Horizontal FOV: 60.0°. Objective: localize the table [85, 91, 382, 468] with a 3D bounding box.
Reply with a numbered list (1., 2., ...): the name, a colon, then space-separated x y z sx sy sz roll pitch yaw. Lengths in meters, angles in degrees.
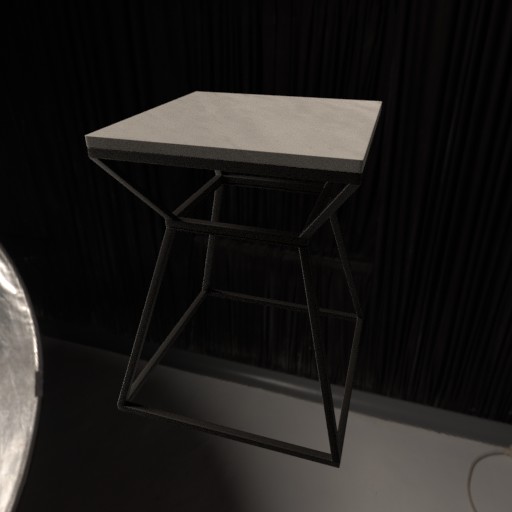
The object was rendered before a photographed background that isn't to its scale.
1. table: 0.000 0.000 0.907 0.455 0.559 0.455 9 31 15
